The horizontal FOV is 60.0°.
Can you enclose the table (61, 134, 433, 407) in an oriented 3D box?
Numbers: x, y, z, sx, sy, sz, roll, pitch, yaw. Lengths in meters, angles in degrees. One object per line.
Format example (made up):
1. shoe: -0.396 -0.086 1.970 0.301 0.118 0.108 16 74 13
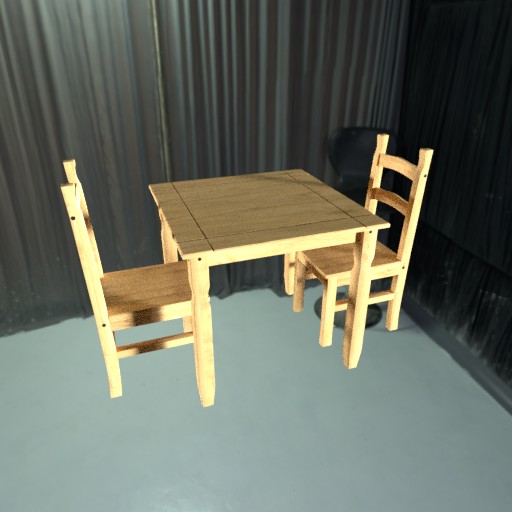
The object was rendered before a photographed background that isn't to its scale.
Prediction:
1. table: 0.000 0.000 2.054 1.501 0.942 0.813 -9 28 -18
